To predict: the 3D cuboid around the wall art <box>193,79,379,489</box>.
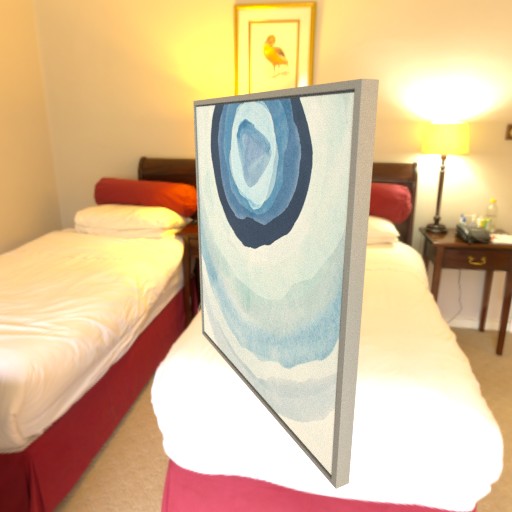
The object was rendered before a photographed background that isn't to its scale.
[{"bbox_3d":[0.000,0.000,1.172,0.038,0.807,0.809,-8,19,-26],"label":"wall art"}]
